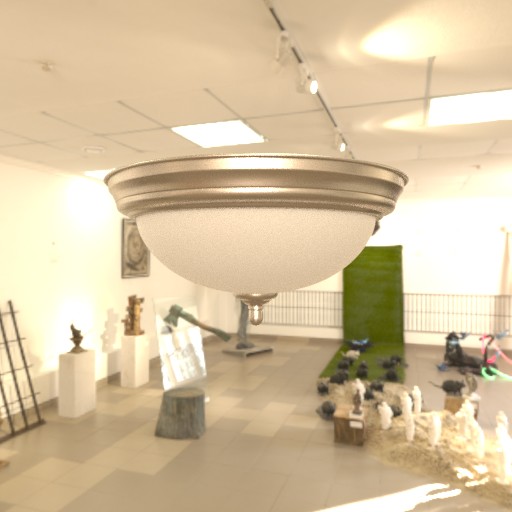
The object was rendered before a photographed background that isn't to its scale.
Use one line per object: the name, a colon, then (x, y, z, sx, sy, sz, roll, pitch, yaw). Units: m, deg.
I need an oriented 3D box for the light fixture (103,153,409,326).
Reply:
light fixture: (0.000, 0.000, 0.429, 0.280, 0.135, 0.280, 0, 0, 0)
